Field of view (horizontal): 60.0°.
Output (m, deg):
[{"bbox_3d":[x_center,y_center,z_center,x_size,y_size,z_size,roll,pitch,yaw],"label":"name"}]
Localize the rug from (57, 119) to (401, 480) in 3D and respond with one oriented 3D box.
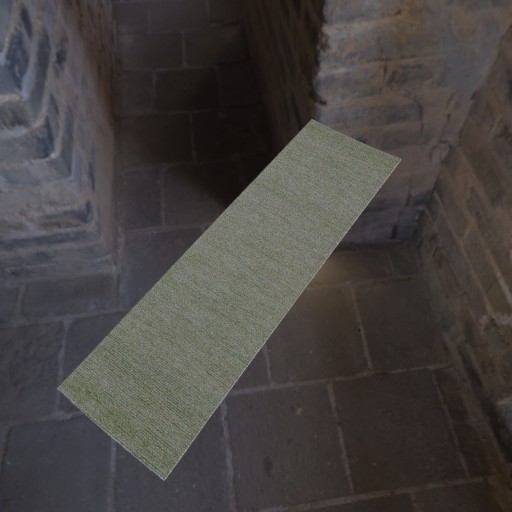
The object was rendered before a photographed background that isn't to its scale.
[{"bbox_3d":[0.000,0.000,2.522,0.686,0.013,2.340,31,63,18],"label":"rug"}]
